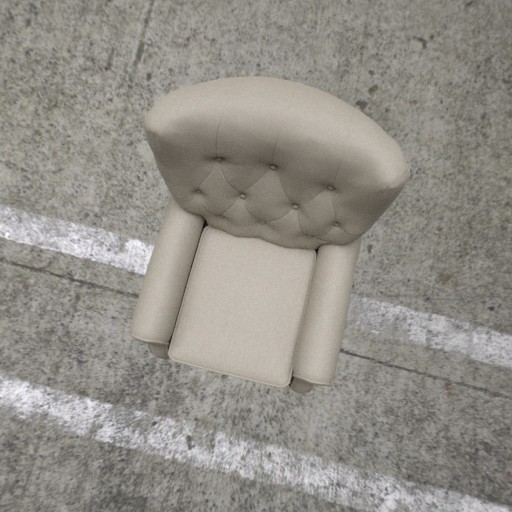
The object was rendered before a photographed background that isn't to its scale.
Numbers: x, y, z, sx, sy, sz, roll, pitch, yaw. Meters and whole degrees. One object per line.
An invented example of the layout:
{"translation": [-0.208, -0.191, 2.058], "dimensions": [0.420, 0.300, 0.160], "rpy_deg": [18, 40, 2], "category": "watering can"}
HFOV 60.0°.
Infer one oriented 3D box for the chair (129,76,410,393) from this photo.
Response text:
{"translation": [0.000, 0.000, 1.948], "dimensions": [0.943, 1.158, 1.059], "rpy_deg": [13, 76, 3], "category": "chair"}
